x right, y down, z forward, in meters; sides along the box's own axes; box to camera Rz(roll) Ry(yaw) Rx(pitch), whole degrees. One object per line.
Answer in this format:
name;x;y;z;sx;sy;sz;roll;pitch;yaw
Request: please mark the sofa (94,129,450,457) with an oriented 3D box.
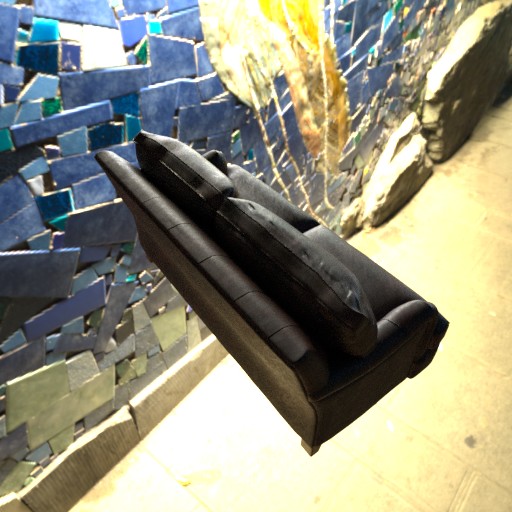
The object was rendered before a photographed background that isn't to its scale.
sofa;0.000;0.000;2.795;1.147;1.071;2.144;-26;47;-26
